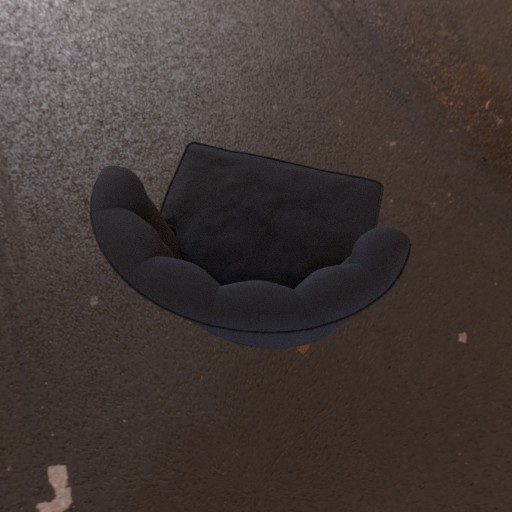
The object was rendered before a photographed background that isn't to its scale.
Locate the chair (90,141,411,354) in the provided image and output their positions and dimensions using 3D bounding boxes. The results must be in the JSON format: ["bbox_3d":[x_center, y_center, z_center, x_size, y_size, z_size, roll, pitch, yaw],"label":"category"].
[{"bbox_3d":[0.000,0.000,1.351,0.740,0.771,0.718,14,63,7],"label":"chair"}]
